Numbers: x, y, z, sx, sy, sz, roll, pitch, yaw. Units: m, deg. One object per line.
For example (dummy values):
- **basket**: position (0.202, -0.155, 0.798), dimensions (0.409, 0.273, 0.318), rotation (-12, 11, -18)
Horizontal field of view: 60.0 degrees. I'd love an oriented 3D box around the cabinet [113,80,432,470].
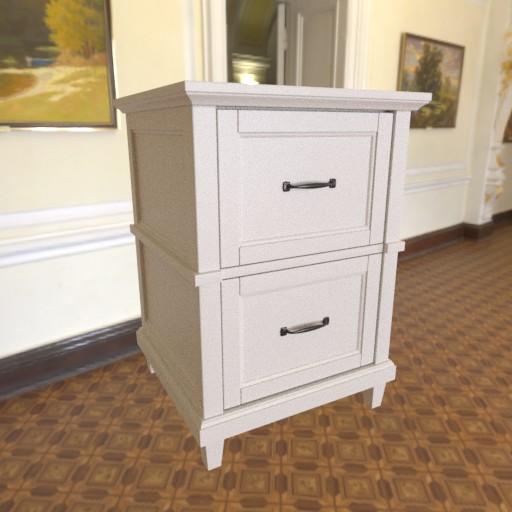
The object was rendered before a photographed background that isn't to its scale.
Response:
- **cabinet**: position (0.000, 0.000, 1.142), dimensions (0.544, 0.775, 0.547), rotation (-8, 18, -27)
